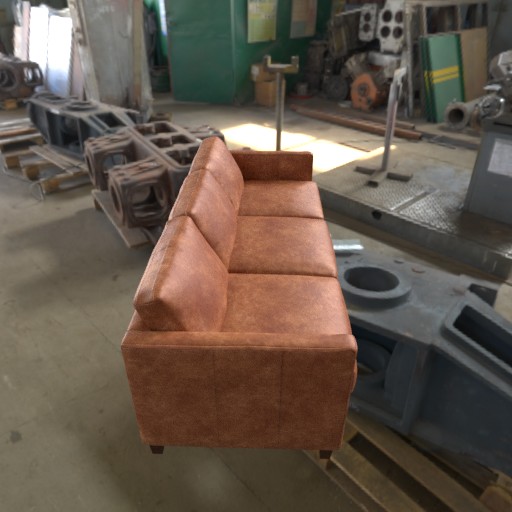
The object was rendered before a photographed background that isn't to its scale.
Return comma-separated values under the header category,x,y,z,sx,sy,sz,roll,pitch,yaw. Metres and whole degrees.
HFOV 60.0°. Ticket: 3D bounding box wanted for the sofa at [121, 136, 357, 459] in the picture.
category,x,y,z,sx,sy,sz,roll,pitch,yaw
sofa,0.000,0.000,2.990,1.045,1.006,2.464,1,32,2
